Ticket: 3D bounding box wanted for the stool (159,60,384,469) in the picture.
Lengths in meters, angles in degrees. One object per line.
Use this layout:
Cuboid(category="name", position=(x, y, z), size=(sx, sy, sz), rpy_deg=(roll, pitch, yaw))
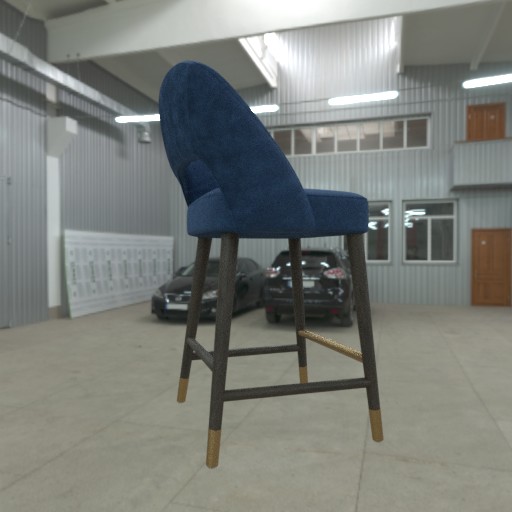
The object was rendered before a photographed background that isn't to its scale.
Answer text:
Cuboid(category="stool", position=(0.000, 0.000, 1.236), size=(0.524, 0.925, 0.536), rpy_deg=(0, 1, -18))
